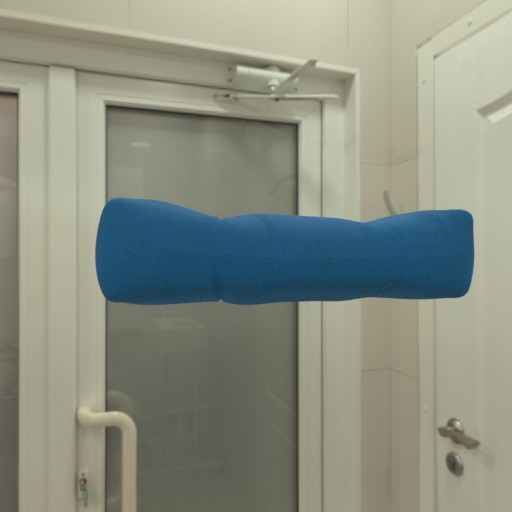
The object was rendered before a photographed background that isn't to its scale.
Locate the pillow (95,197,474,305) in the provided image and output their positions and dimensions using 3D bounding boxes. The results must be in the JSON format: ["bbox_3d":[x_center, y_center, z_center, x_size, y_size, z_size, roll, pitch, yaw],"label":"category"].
[{"bbox_3d":[0.000,0.000,0.724,0.490,0.128,0.468,0,0,-19],"label":"pillow"}]
